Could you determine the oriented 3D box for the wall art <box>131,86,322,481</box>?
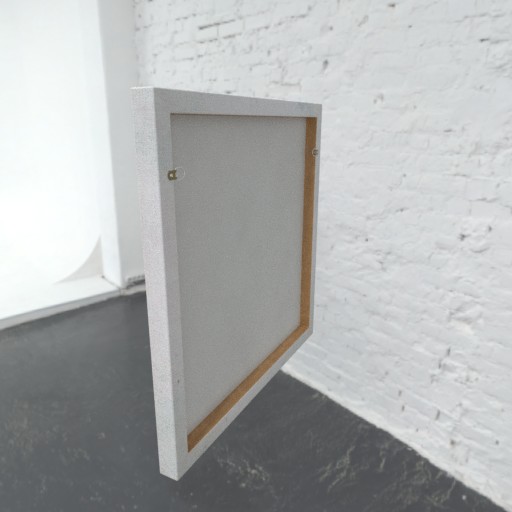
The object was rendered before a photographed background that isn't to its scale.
[{"bbox_3d":[0.000,0.000,0.910,0.040,0.612,0.612,9,19,27],"label":"wall art"}]
